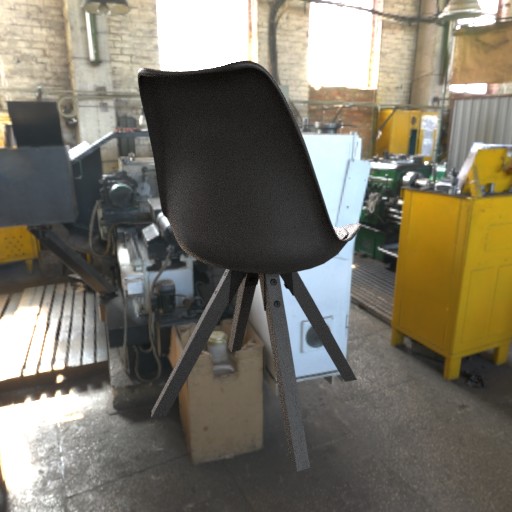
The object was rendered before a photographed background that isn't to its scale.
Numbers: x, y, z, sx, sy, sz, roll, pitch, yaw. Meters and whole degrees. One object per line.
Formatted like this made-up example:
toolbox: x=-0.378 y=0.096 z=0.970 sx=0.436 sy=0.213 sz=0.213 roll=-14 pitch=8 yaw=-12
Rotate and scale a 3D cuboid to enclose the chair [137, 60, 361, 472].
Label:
chair: x=0.000 y=0.000 z=1.134 sx=0.485 sy=0.850 sz=0.550 roll=8 pitch=18 yaw=26
